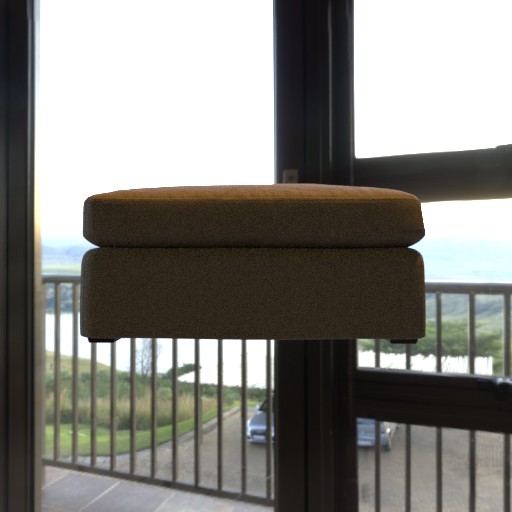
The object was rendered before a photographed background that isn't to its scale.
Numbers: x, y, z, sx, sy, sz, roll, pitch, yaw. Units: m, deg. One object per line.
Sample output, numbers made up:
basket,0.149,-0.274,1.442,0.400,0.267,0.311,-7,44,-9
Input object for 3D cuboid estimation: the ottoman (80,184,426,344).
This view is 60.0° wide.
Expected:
ottoman,0.000,0.000,1.616,0.840,0.429,1.199,0,-1,1
